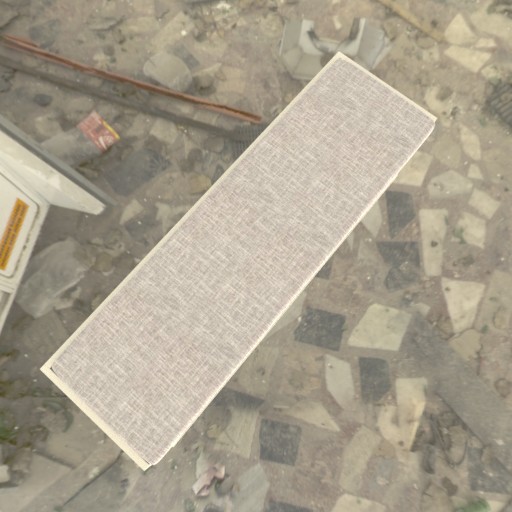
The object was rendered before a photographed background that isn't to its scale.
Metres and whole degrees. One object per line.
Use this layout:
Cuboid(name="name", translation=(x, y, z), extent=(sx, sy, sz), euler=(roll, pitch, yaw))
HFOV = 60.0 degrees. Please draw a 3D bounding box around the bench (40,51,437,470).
Cuboid(name="bench", translation=(0.000, 0.000, 1.362), extent=(0.363, 0.453, 1.196), euler=(39, 78, 10))
